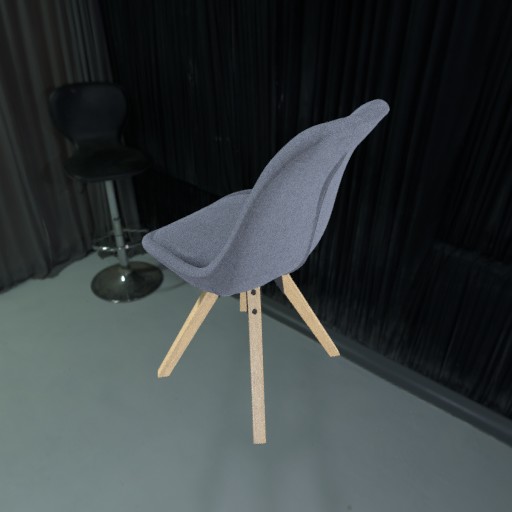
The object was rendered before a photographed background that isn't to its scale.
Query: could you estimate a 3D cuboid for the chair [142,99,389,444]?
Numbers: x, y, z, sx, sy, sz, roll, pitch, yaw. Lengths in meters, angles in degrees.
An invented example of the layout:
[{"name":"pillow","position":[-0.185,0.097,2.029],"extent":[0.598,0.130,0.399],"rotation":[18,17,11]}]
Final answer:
[{"name":"chair","position":[0.000,0.000,1.207],"extent":[0.550,0.850,0.485],"rotation":[22,39,31]}]
